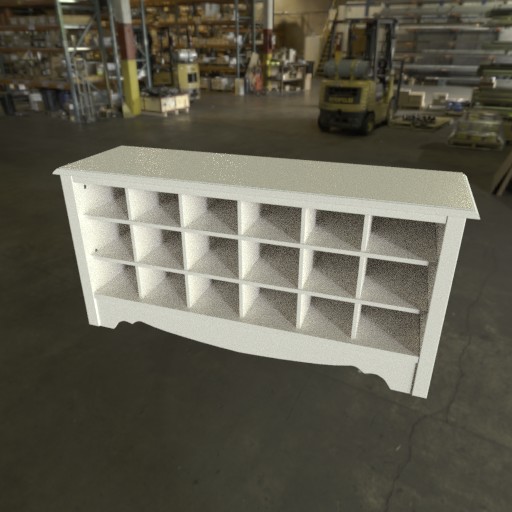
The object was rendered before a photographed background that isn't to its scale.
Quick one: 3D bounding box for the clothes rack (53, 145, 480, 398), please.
[{"bbox_3d":[0.000,0.000,1.355,1.120,0.531,0.324,8,27,17],"label":"clothes rack"}]
